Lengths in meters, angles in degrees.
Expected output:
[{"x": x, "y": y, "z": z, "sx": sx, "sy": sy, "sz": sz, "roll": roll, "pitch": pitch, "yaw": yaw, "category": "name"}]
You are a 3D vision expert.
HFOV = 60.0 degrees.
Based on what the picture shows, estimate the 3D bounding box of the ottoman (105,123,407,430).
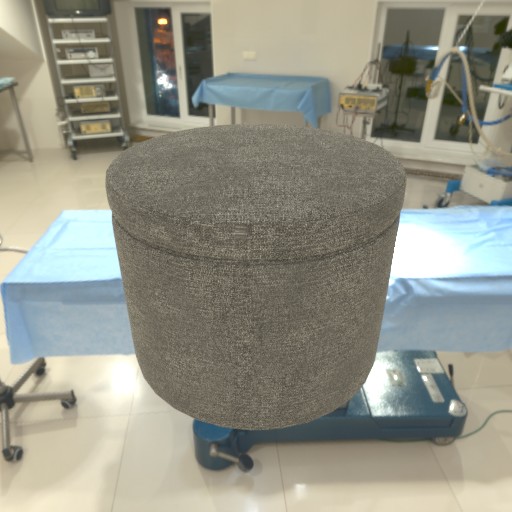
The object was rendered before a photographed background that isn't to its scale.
[{"x": 0.000, "y": 0.000, "z": 0.852, "sx": 0.500, "sy": 0.419, "sz": 0.500, "roll": 0, "pitch": 30, "yaw": 0, "category": "ottoman"}]
